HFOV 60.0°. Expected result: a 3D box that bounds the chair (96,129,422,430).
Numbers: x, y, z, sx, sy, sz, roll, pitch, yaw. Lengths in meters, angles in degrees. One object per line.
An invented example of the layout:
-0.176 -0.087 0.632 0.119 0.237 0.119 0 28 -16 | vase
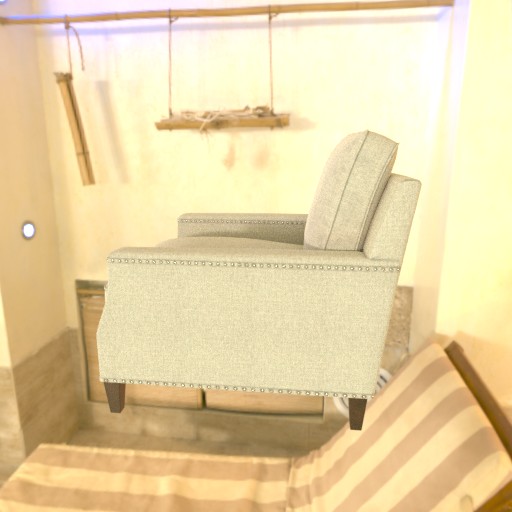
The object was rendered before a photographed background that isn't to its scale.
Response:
0.000 0.000 1.747 1.014 0.943 0.853 2 14 7 | chair
